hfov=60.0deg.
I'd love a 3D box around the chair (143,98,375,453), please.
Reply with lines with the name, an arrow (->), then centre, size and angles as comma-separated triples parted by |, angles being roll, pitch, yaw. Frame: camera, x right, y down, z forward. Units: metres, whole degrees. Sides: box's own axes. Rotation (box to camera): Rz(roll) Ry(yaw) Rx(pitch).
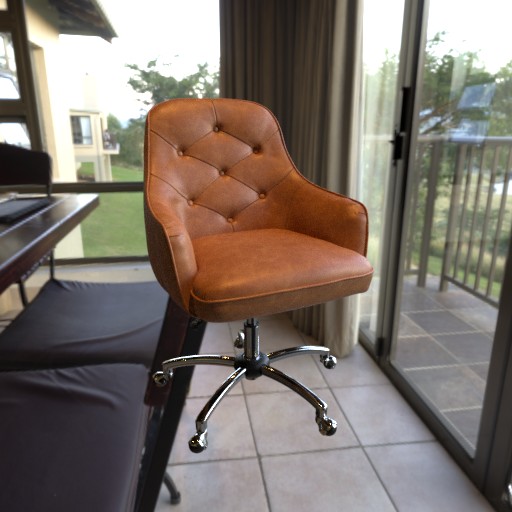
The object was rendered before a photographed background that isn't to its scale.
chair -> 0.000, 0.000, 1.315 | 0.628, 0.909, 0.615 | -8, 19, -26
